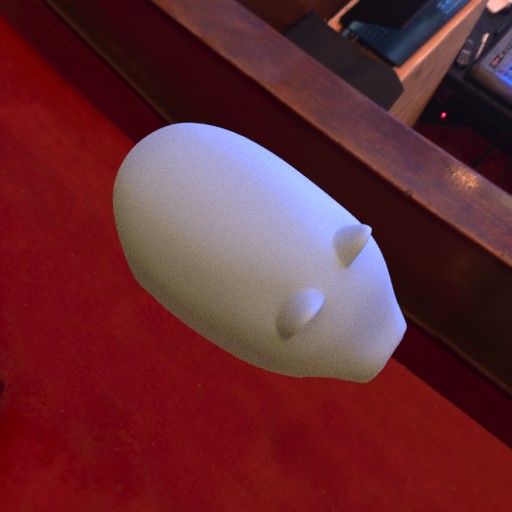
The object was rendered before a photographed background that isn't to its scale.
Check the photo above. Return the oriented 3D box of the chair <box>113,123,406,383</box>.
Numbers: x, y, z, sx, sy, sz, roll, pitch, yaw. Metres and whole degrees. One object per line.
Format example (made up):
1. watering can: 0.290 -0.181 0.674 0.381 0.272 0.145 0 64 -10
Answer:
1. chair: 0.000 0.000 0.846 0.619 0.423 0.364 36 78 9
